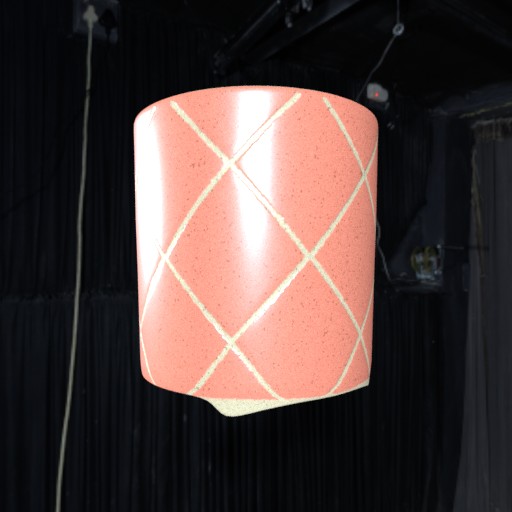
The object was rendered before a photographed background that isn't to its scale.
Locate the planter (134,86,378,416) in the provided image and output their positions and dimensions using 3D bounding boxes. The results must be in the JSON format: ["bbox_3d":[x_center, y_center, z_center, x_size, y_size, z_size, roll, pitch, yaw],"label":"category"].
[{"bbox_3d":[0.000,0.000,0.356,0.191,0.200,0.191,0,-1,0],"label":"planter"}]
